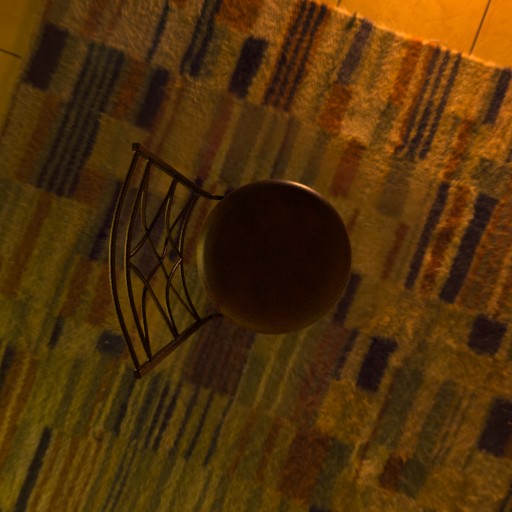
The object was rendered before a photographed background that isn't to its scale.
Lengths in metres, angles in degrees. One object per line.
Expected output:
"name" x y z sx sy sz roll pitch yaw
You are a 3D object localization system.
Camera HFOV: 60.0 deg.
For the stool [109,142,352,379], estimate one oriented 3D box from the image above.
"stool" 0.000 0.000 1.365 0.534 1.117 0.434 0 91 0
